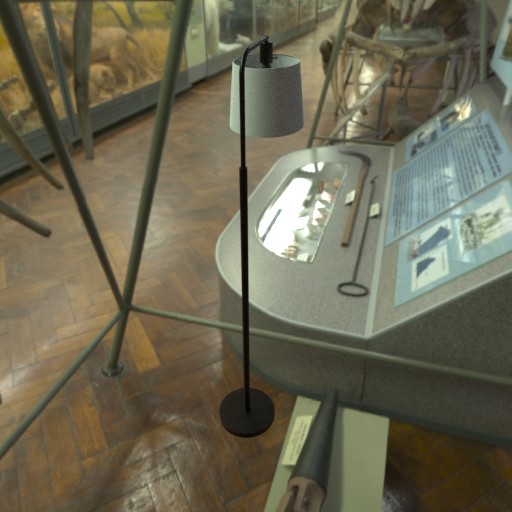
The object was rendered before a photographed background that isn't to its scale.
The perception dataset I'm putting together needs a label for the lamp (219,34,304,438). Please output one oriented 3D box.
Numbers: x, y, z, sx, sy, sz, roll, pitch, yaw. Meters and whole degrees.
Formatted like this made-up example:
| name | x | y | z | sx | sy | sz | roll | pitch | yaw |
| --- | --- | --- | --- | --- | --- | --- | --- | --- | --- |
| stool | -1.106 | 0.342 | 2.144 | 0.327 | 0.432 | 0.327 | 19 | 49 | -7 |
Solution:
| name | x | y | z | sx | sy | sz | roll | pitch | yaw |
| --- | --- | --- | --- | --- | --- | --- | --- | --- | --- |
| lamp | 0.000 | 0.000 | 1.667 | 0.254 | 1.478 | 0.508 | 9 | 33 | 15 |
